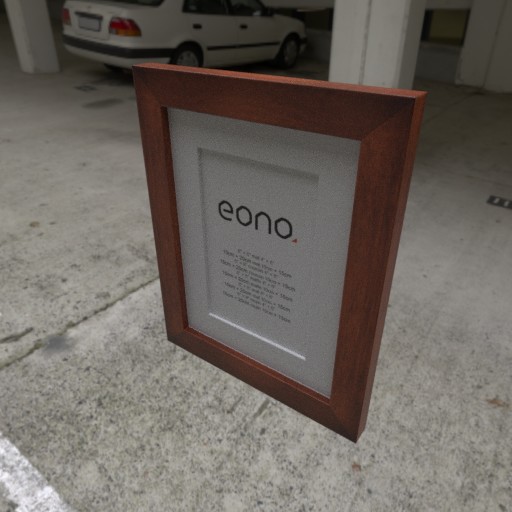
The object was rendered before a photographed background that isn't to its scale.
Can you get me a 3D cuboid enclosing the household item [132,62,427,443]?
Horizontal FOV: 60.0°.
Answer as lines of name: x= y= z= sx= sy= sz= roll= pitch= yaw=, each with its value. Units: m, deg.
household item: x=0.000 y=0.000 z=0.329 sx=0.200 sy=0.250 sz=0.020 roll=20 pitch=36 yaw=30
